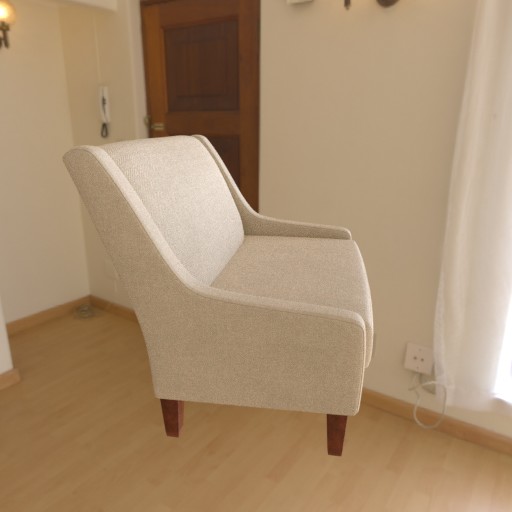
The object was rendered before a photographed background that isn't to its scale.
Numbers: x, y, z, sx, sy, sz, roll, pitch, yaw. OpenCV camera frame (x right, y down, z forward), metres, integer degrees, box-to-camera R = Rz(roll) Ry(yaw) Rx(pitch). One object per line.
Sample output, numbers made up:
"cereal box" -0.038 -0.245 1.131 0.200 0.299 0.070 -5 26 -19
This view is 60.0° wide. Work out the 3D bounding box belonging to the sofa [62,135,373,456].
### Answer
"sofa" 0.000 0.000 1.899 0.946 0.976 1.212 3 17 9
